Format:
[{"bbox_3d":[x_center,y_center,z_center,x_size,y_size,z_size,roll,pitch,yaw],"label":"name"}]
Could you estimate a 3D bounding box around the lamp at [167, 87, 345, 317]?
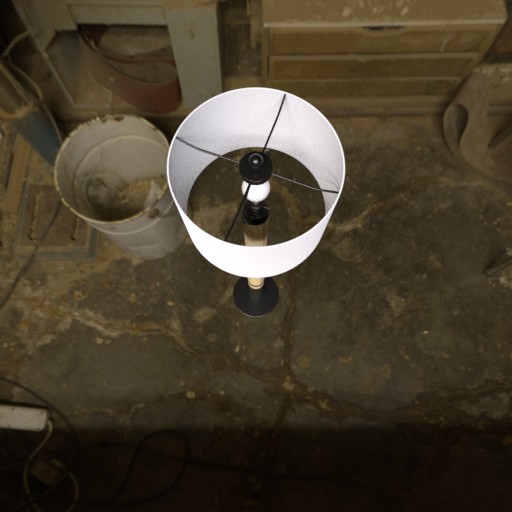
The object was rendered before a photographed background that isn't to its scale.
[{"bbox_3d":[0.000,0.000,1.634,0.381,1.478,0.381,1,74,0],"label":"lamp"}]
